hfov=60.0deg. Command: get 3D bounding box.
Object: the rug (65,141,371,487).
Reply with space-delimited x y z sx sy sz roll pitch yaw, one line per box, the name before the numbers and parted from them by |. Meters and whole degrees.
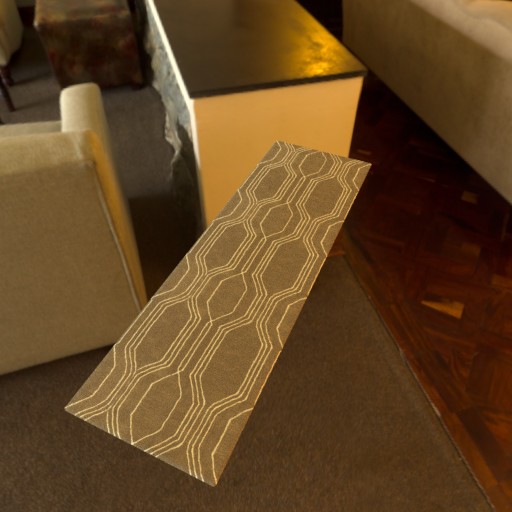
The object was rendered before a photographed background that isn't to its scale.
rug | 0.000 0.000 2.659 0.773 0.012 2.464 18 49 17
